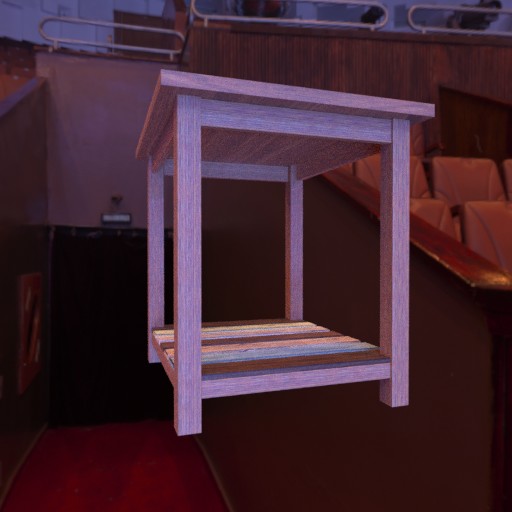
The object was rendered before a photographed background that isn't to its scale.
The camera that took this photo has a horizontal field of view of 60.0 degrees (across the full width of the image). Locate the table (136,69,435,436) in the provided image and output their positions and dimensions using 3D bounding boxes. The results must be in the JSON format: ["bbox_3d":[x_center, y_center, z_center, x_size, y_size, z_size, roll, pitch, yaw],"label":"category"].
[{"bbox_3d":[0.000,0.000,1.147,0.559,0.635,0.660,0,1,-19],"label":"table"}]
